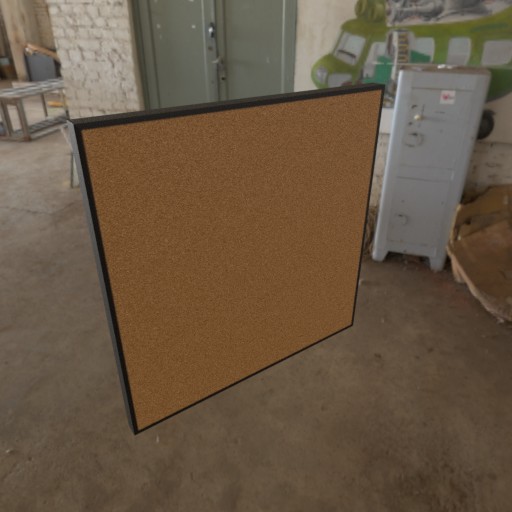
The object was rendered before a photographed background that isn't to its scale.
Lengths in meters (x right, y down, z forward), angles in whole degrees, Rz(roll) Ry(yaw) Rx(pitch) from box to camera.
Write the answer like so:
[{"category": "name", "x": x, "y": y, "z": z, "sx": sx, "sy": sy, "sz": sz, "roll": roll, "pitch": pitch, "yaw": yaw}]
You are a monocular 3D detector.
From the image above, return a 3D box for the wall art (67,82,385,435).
[{"category": "wall art", "x": 0.000, "y": 0.000, "z": 0.753, "sx": 0.513, "sy": 0.511, "sz": 0.028, "roll": -19, "pitch": 34, "yaw": -30}]
